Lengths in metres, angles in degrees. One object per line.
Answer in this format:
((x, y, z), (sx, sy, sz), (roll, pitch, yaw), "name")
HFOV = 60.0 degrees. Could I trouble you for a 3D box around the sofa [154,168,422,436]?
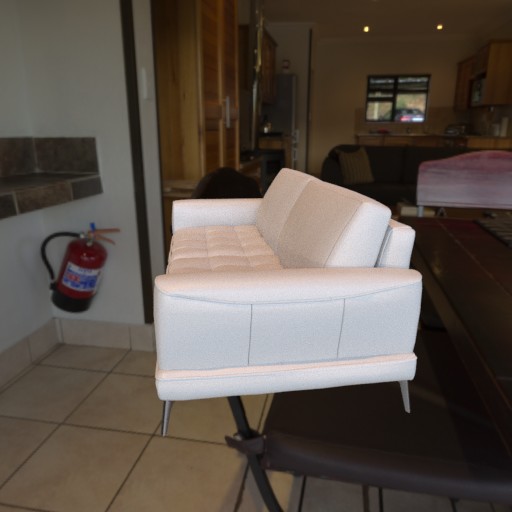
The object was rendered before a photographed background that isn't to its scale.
((0.000, 0.000, 2.709), (1.121, 0.930, 2.177), (-2, 16, -8), "sofa")
